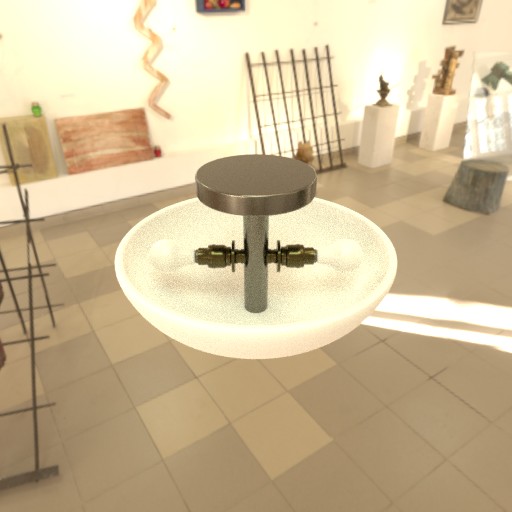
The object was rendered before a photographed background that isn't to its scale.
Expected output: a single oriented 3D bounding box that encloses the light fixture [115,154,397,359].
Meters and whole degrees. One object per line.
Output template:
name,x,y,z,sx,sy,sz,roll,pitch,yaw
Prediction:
light fixture,0.000,0.000,0.544,0.330,0.214,0.330,0,30,0
